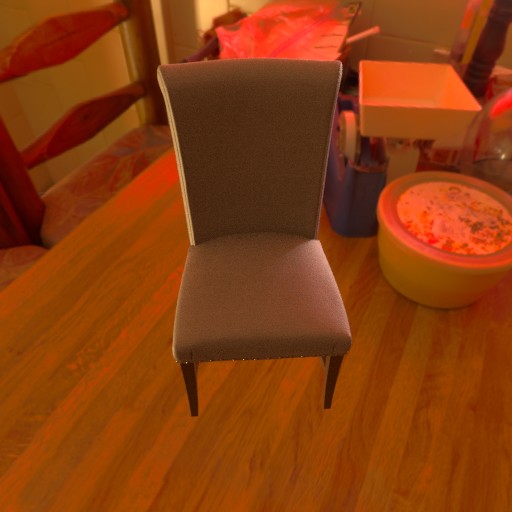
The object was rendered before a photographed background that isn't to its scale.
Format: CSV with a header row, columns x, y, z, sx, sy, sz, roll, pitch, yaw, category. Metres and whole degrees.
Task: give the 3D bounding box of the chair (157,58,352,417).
x,y,z,sx,sy,sz,roll,pitch,yaw,category
0.000,0.000,1.375,0.513,0.988,0.608,-2,46,-2,chair
